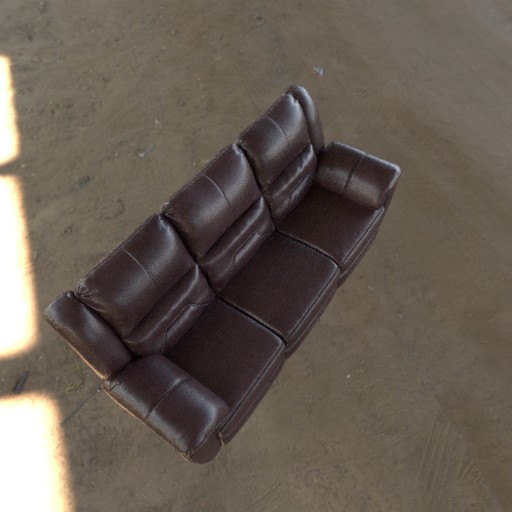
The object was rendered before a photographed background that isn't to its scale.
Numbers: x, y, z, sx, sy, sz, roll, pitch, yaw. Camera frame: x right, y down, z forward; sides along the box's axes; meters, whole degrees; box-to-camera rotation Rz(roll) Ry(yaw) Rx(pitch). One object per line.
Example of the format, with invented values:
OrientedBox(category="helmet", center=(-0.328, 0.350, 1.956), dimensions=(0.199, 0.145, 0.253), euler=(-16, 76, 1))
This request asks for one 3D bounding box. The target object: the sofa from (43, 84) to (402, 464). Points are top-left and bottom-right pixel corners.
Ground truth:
OrientedBox(category="sofa", center=(0.000, 0.000, 2.820), dimensions=(0.991, 1.043, 2.337), euler=(31, 62, 19))
